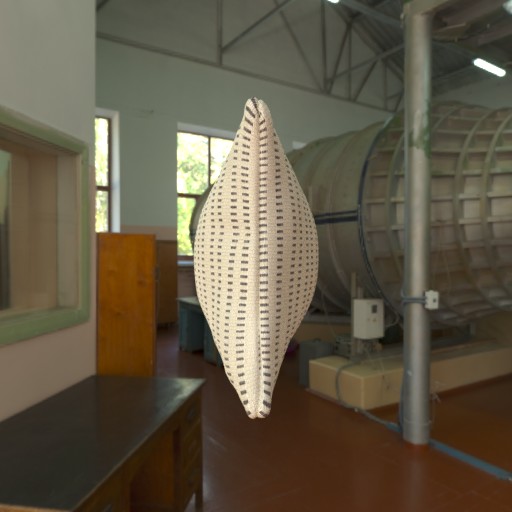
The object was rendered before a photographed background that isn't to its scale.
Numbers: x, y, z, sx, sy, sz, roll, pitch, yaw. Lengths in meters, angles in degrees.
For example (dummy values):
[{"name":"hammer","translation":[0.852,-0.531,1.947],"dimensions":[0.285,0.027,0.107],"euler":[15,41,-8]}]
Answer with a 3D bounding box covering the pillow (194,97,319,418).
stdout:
[{"name":"pillow","translation":[0.000,0.000,0.794],"dimensions":[0.210,0.353,0.640],"euler":[0,1,1]}]
